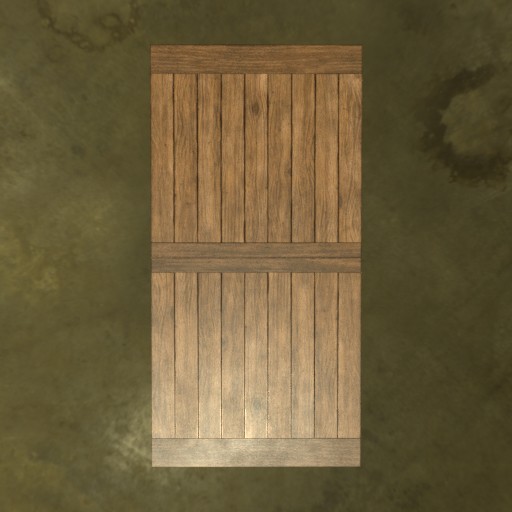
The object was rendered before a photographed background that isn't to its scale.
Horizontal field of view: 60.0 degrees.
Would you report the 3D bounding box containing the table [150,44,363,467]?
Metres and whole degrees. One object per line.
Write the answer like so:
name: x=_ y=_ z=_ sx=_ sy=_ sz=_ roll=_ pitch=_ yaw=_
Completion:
table: x=0.000 y=0.000 z=2.338 sx=0.931 sy=0.757 sz=1.867 roll=0 pitch=91 yaw=0
